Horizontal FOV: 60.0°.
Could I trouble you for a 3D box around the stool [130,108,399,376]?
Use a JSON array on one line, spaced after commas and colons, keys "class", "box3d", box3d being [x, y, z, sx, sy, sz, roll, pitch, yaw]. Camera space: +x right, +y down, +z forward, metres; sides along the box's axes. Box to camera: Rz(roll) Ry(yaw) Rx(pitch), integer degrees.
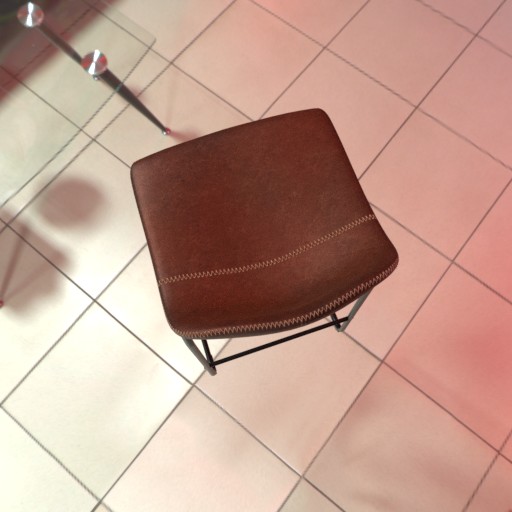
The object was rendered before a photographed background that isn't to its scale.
[{"class": "stool", "box3d": [0.000, 0.000, 1.121, 0.454, 0.830, 0.473, -18, 75, -5]}]
